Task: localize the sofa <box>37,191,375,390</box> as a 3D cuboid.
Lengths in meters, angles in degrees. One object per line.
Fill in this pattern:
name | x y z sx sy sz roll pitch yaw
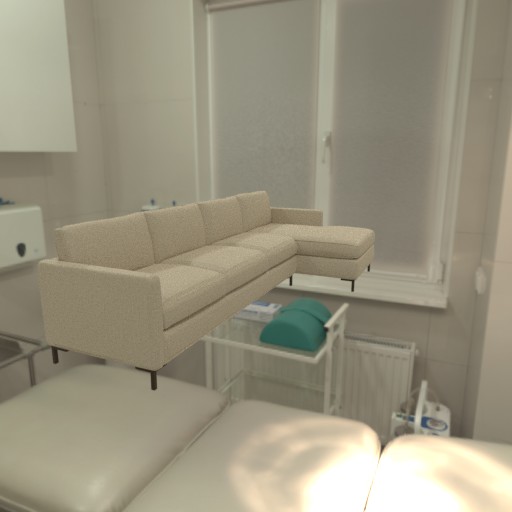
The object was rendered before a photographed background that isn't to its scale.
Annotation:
sofa | 0.000 0.000 3.240 1.258 0.755 2.731 6 14 24
